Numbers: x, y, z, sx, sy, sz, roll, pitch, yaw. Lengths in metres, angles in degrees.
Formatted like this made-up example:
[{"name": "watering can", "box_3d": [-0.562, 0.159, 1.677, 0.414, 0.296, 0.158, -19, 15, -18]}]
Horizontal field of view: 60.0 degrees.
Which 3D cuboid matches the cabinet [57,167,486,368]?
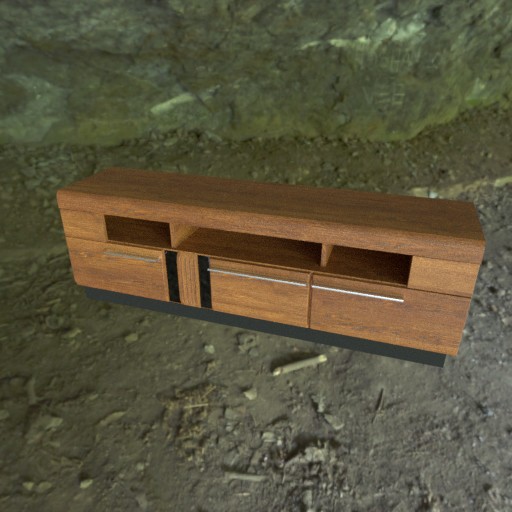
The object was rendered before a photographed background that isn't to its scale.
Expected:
[{"name": "cabinet", "box_3d": [0.000, 0.000, 1.844, 1.600, 0.510, 0.419, 8, 28, 16]}]
